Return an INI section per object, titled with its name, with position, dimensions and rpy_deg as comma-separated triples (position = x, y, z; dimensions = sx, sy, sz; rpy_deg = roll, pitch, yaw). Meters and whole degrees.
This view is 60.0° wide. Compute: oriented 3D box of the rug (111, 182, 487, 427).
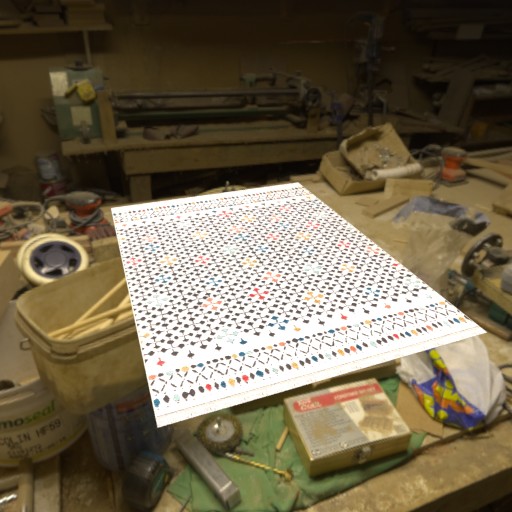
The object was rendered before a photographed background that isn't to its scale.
[rug]
position = 0.000, 0.000, 4.124
dimensions = 2.354, 0.007, 3.196
rpy_deg = -11, 32, -17
